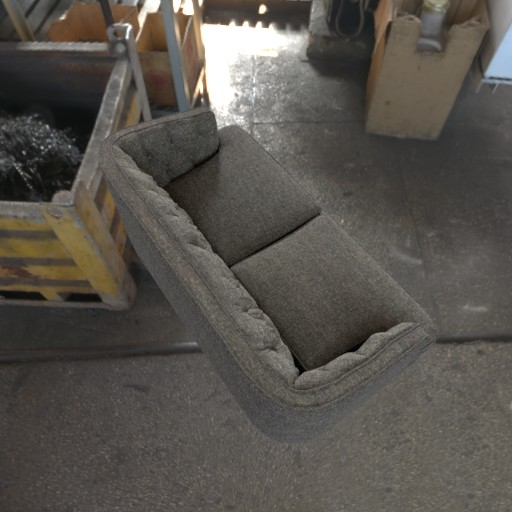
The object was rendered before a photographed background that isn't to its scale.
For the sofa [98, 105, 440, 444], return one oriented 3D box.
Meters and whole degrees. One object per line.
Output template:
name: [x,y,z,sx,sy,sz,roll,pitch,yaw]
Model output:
sofa: [0.000,0.000,2.296,0.941,0.855,1.733,-31,63,-18]
